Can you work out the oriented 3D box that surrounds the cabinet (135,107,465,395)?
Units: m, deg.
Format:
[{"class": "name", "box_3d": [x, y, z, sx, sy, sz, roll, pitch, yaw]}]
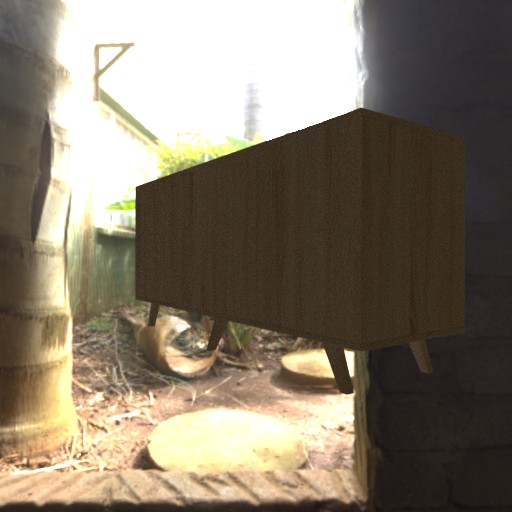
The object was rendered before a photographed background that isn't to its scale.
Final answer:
[{"class": "cabinet", "box_3d": [0.000, 0.000, 1.972, 0.500, 0.780, 1.650, 0, 0, -35]}]
